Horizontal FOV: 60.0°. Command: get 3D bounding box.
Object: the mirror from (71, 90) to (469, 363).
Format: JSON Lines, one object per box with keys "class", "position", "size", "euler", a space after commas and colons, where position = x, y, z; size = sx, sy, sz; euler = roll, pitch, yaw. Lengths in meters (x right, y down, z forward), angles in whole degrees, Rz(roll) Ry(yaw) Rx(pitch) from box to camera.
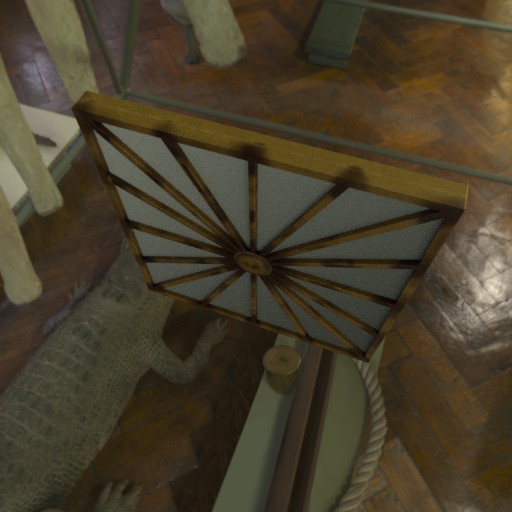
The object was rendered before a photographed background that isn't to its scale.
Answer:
{"class": "mirror", "position": [0.000, 0.000, 0.762], "size": [0.509, 0.507, 0.042], "euler": [17, 59, 11]}
